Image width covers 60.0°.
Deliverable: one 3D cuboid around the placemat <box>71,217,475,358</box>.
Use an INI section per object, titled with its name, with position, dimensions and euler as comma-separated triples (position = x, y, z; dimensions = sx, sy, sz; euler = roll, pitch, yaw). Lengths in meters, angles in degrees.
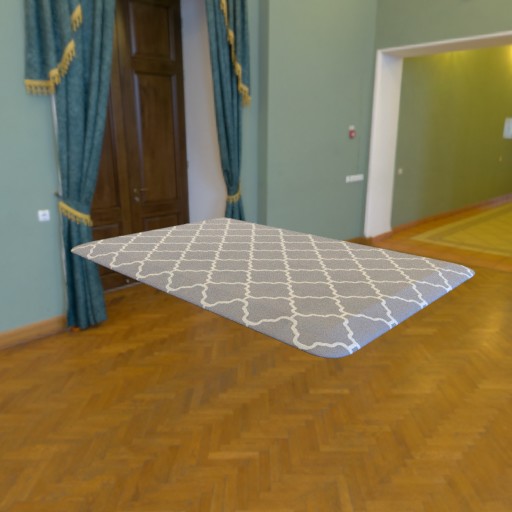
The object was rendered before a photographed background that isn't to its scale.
[placemat]
position = 0.000, 0.000, 0.966
dimensions = 0.762, 0.021, 0.508
euler = 15, 22, 42
